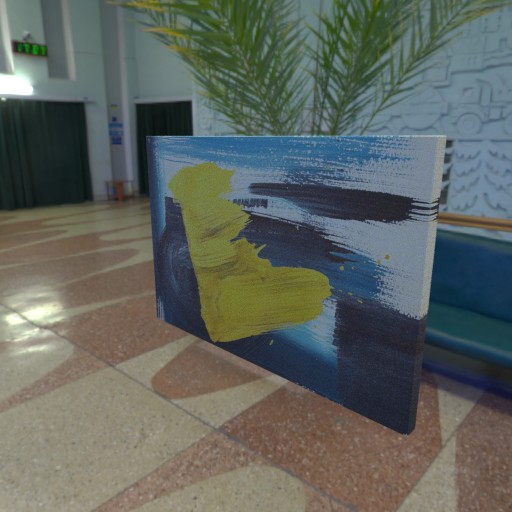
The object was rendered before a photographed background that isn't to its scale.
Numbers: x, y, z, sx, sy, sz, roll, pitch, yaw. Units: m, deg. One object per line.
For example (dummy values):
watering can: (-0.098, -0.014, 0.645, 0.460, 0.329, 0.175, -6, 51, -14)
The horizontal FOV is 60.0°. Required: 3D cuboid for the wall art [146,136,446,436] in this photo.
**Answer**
wall art: (0.000, 0.000, 1.168, 0.914, 0.610, 0.039, 14, 20, 42)
